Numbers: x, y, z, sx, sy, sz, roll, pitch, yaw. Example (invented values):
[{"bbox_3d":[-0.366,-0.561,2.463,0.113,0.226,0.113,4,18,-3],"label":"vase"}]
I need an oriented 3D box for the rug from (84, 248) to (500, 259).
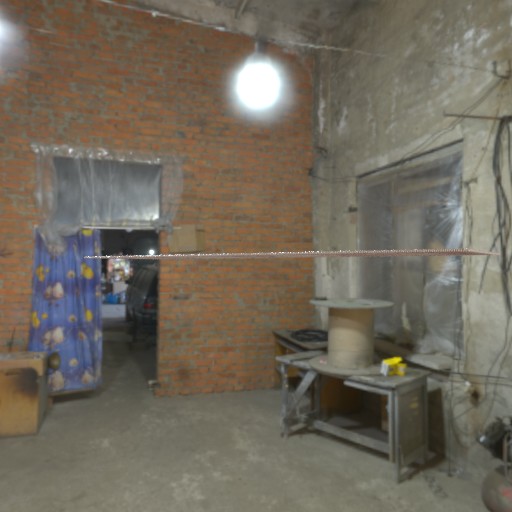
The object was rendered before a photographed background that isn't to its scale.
[{"bbox_3d":[0.000,0.000,2.447,2.294,0.011,0.666,-1,-2,37],"label":"rug"}]
